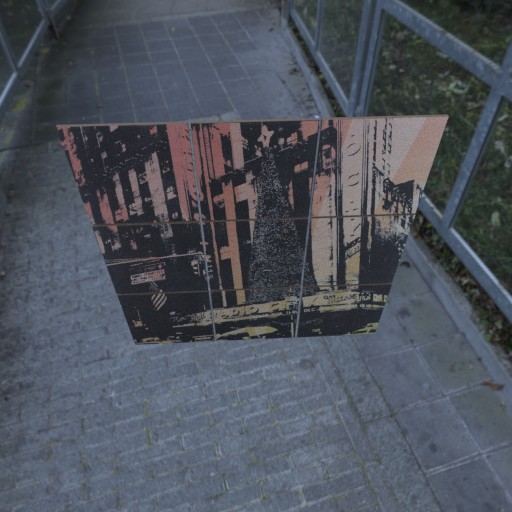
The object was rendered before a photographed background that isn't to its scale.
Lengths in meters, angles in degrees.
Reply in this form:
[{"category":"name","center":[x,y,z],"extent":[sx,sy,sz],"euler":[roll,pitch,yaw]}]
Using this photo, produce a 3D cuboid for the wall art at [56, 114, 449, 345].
[{"category":"wall art","center":[0.000,0.000,1.810],"extent":[1.216,1.216,0.013],"euler":[-2,47,-2]}]
